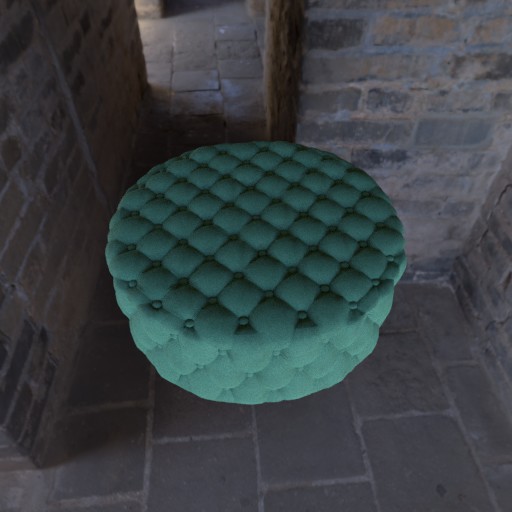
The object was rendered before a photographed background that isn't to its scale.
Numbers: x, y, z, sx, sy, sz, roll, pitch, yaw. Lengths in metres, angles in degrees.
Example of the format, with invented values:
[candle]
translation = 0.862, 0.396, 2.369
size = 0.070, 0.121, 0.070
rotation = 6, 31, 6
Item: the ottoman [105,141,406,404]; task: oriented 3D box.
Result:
[ottoman]
translation = 0.000, 0.000, 1.593
size = 0.998, 0.399, 0.998
rotation = 0, 47, 0
